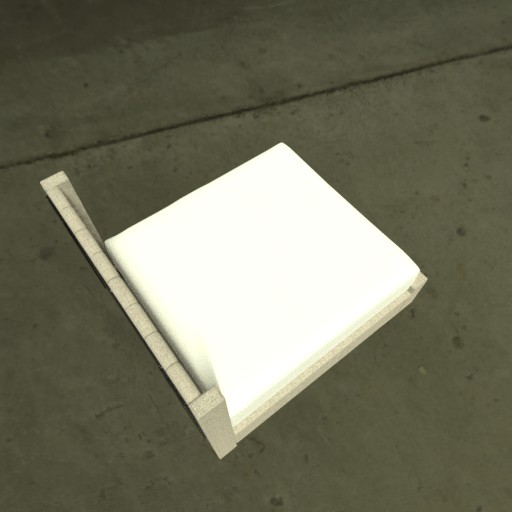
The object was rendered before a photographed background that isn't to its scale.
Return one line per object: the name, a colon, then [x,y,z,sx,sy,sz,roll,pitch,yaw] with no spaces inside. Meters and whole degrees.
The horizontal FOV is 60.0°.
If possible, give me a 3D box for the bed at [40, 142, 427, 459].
bed: [0.000,0.000,3.846,2.372,1.748,2.044,-33,65,-18]
